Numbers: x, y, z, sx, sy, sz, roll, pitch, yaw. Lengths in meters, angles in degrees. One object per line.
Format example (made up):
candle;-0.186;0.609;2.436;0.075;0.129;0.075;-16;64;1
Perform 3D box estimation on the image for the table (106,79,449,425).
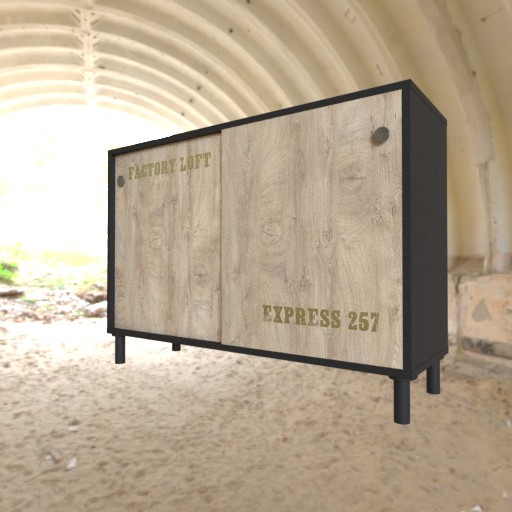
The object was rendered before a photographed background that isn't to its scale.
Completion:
table;0.000;0.000;1.581;1.200;0.855;0.400;-1;-1;36
